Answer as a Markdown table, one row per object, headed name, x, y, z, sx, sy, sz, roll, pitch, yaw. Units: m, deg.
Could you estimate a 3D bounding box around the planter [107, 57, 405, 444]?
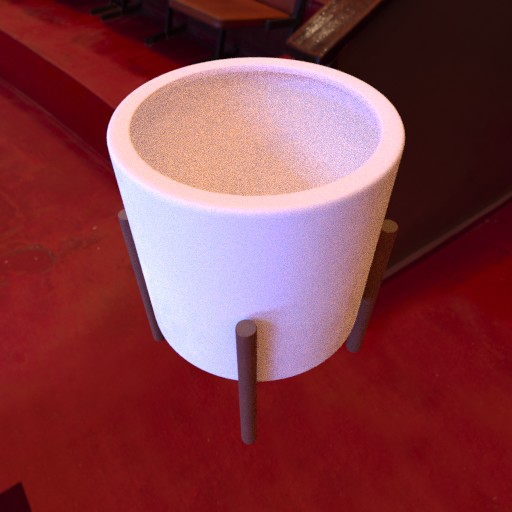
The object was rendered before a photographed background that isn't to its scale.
| name | x | y | z | sx | sy | sz | roll | pitch | yaw |
| --- | --- | --- | --- | --- | --- | --- | --- | --- | --- |
| planter | 0.000 | 0.000 | 0.846 | 0.420 | 0.581 | 0.421 | -30 | 53 | -25 |
